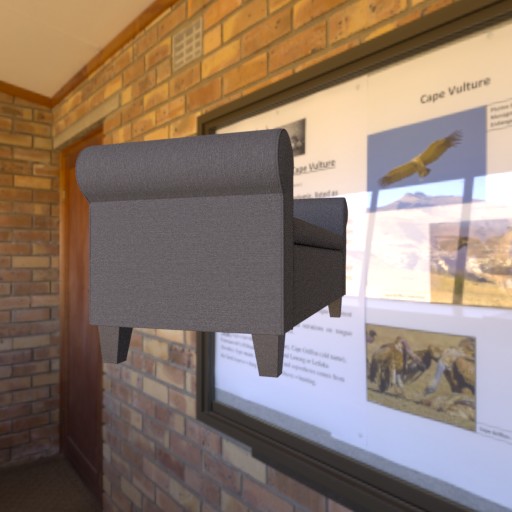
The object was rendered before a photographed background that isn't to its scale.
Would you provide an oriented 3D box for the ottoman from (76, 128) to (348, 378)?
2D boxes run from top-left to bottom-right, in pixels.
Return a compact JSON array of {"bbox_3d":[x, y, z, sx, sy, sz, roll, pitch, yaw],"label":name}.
[{"bbox_3d":[0.000,0.000,1.576,0.521,0.547,1.256,0,0,18],"label":"ottoman"}]
